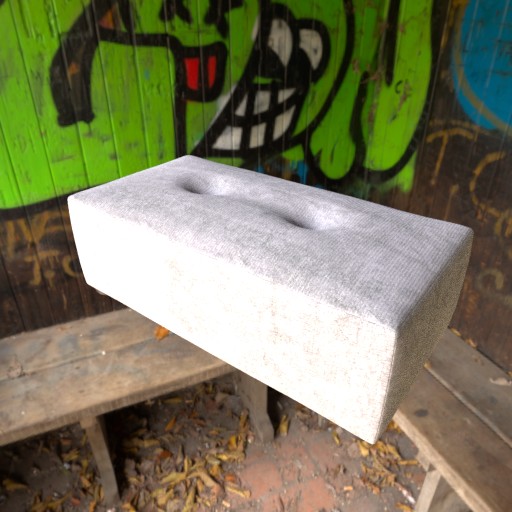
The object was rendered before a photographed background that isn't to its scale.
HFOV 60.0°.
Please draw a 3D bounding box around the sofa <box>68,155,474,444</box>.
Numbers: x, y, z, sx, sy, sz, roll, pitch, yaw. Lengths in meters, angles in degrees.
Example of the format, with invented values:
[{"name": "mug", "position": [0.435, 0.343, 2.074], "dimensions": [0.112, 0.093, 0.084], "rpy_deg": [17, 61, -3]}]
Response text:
[{"name": "sofa", "position": [0.000, 0.000, 1.153], "dimensions": [0.930, 0.330, 0.480], "rpy_deg": [21, 36, 32]}]
